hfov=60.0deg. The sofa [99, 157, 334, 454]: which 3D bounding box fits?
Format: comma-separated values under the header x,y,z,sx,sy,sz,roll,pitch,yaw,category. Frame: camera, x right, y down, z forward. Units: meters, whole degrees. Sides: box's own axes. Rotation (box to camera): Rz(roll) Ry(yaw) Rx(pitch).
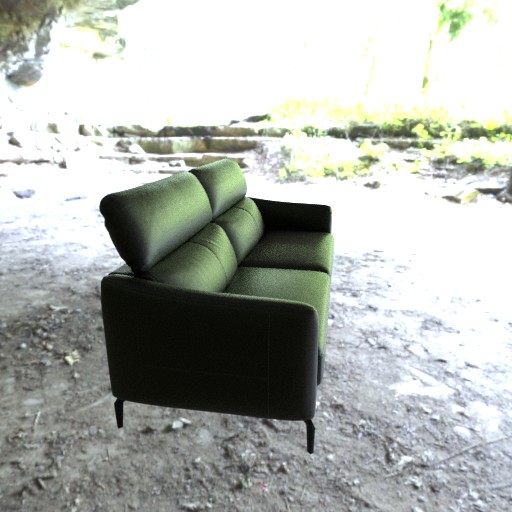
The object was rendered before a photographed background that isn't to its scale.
x,y,z,sx,sy,sz,roll,pitch,yaw,category
0.000,0.000,2.523,0.856,0.957,2.069,3,17,10,sofa
